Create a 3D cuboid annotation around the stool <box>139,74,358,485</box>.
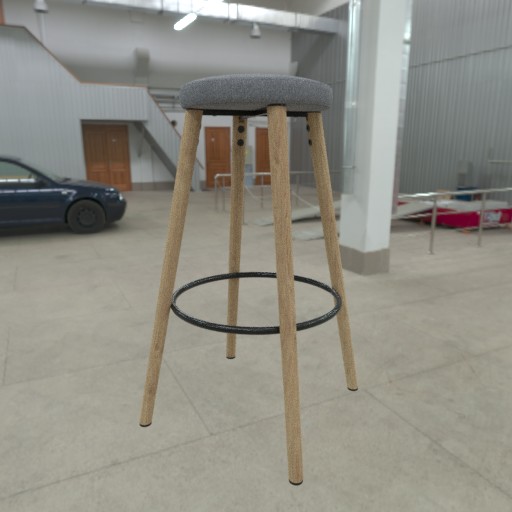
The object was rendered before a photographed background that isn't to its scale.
[{"bbox_3d":[0.000,0.000,1.019,0.410,0.770,0.410,7,16,27],"label":"stool"}]
